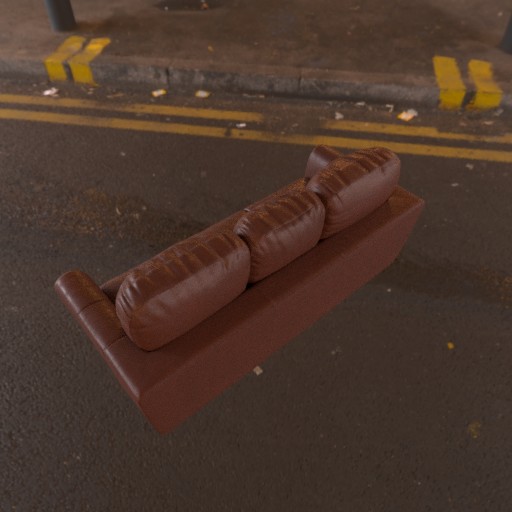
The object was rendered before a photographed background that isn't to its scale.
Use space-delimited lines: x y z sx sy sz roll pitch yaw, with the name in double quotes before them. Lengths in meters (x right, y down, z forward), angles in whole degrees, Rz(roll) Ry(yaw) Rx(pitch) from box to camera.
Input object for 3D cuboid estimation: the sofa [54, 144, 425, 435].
"sofa" 0.000 0.000 2.388 1.862 0.915 0.802 -31 53 -27
